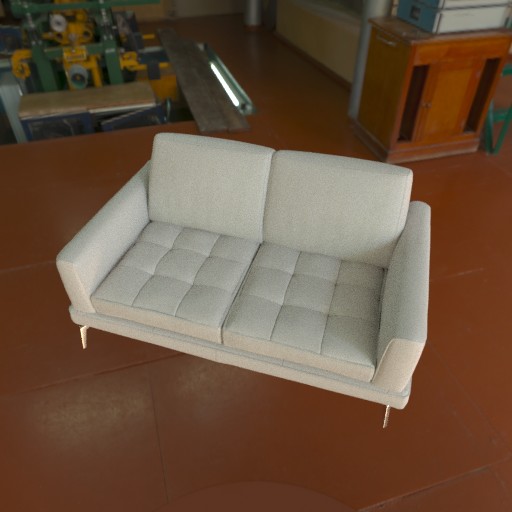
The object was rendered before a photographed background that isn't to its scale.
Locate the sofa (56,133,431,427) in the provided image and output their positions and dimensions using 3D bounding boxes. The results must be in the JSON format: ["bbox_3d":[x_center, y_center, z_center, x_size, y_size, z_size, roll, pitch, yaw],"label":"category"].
[{"bbox_3d":[0.000,0.000,2.451,1.819,0.930,1.121,12,43,13],"label":"sofa"}]
